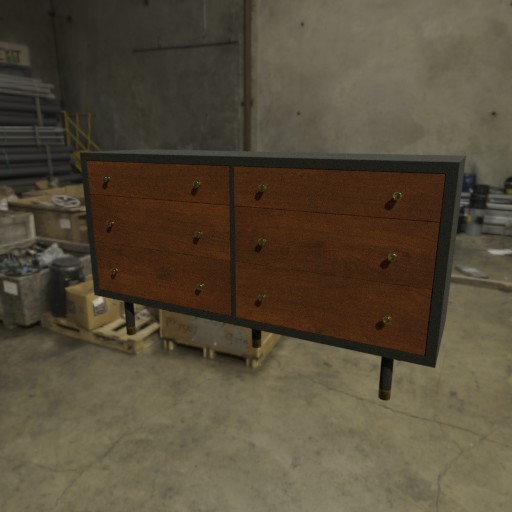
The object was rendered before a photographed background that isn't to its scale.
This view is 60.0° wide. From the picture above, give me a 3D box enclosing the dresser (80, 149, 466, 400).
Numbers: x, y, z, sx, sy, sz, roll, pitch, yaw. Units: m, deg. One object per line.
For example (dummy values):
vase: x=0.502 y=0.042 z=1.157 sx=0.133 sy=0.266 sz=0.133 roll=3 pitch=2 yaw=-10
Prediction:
dresser: x=0.000 y=0.000 z=1.943 sx=1.558 sy=0.872 sz=0.463 roll=8 pitch=17 yaw=26
